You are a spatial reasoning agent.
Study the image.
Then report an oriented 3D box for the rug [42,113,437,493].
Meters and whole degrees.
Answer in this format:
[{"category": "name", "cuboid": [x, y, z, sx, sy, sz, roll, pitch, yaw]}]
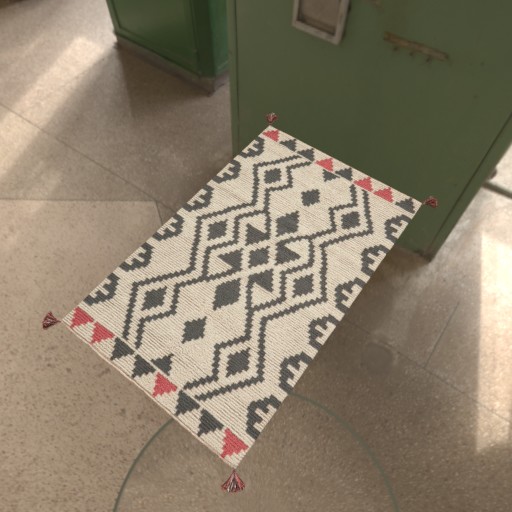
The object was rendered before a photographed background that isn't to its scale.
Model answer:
[{"category": "rug", "cuboid": [0.000, 0.000, 3.280, 1.741, 0.066, 2.672, 33, 63, 19]}]
